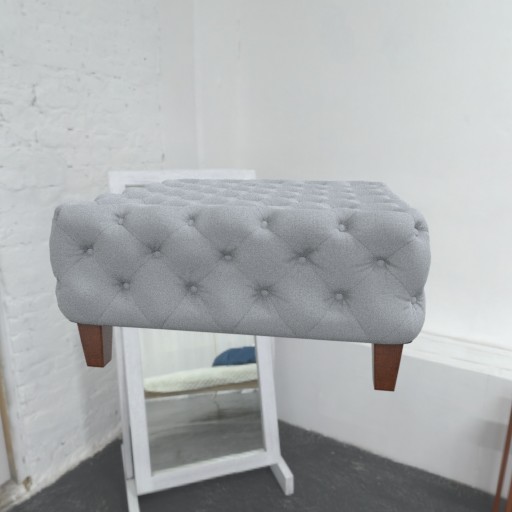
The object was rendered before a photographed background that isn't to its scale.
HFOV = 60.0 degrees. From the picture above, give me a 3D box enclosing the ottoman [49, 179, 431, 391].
[{"bbox_3d":[0.000,0.000,1.193,0.758,0.365,0.764,2,14,9],"label":"ottoman"}]
